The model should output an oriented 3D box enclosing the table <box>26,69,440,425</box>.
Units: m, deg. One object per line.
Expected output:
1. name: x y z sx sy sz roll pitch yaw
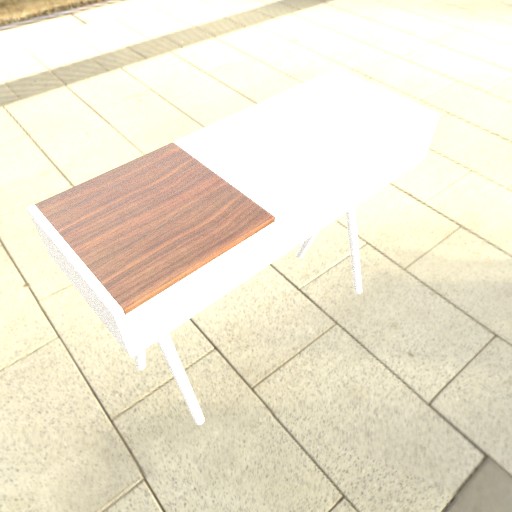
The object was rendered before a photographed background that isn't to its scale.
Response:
1. table: 0.000 0.000 1.443 1.066 0.785 0.418 -33 55 -27
